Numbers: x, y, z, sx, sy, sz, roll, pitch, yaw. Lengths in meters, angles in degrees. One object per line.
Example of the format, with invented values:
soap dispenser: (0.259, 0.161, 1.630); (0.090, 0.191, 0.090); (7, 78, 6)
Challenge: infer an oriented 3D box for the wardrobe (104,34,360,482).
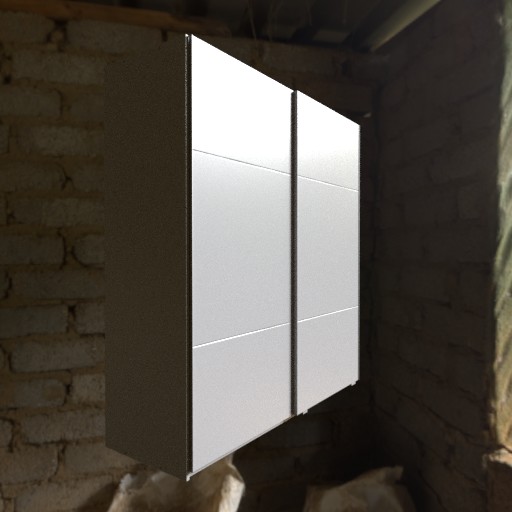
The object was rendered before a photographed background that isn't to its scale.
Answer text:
wardrobe: (0.000, 0.000, 2.810); (0.629, 1.960, 1.780); (1, 1, 36)
